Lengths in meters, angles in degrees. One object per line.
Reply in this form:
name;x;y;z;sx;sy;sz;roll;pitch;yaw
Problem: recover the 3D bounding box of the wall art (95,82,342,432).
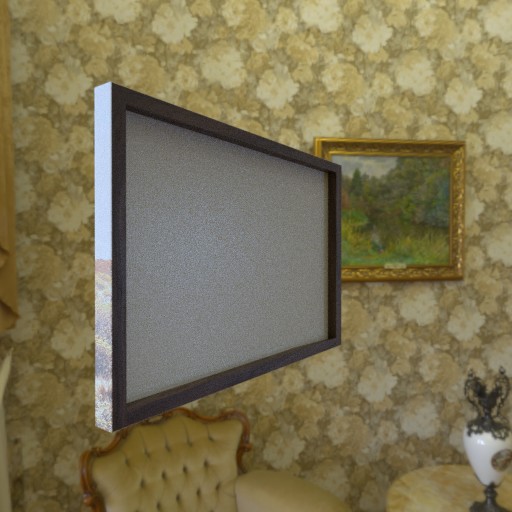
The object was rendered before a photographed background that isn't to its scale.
wall art;0.000;0.000;1.151;0.050;0.610;0.914;0;1;36
